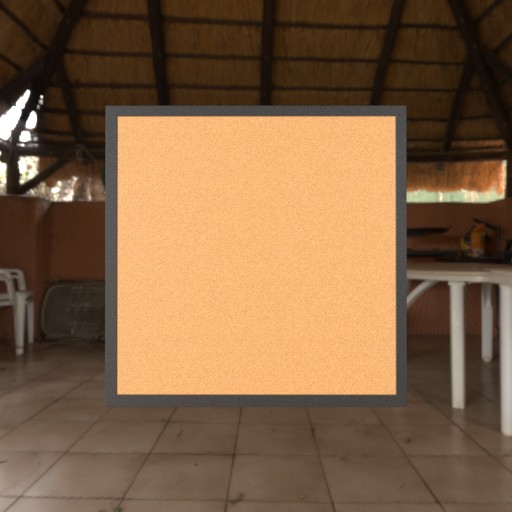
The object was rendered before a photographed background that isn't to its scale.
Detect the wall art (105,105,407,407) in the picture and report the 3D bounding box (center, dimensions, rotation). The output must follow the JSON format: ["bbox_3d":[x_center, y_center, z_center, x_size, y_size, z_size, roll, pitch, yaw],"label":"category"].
[{"bbox_3d":[0.000,0.000,0.763,0.506,0.506,0.037,0,0,0],"label":"wall art"}]
